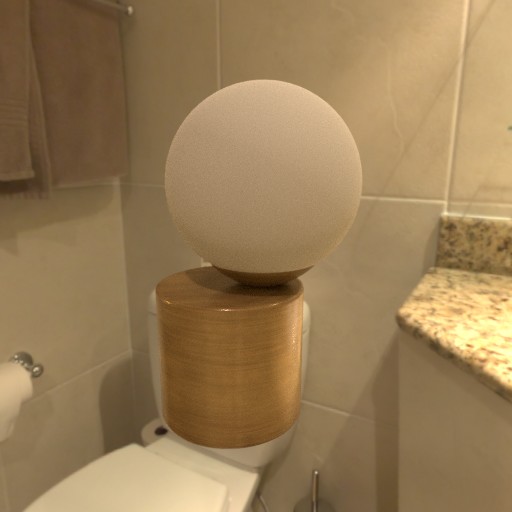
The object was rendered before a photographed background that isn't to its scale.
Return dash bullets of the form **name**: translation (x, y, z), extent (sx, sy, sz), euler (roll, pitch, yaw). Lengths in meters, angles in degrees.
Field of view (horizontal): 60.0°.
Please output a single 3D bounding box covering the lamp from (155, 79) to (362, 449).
- **lamp**: translation (0.000, 0.000, 0.337), extent (0.152, 0.250, 0.141), euler (-2, 14, -7)
